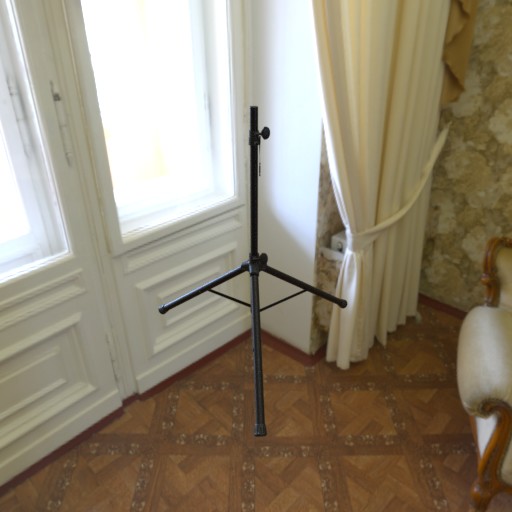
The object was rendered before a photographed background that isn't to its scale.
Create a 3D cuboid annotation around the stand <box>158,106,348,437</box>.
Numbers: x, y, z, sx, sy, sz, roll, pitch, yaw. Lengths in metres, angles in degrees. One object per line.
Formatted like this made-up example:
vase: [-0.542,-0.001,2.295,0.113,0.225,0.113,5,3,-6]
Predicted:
stand: [0.000,0.000,1.833,1.045,1.136,0.907,-1,28,-1]
